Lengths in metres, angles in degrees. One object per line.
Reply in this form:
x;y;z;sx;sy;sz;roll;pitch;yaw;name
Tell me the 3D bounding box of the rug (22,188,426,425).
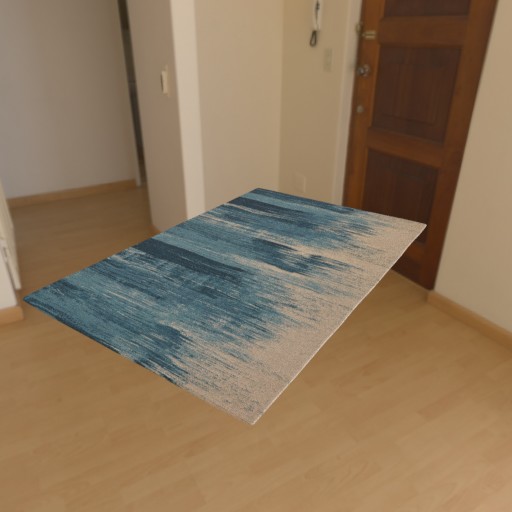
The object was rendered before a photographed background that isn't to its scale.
0.000;0.000;2.284;1.232;0.009;1.836;17;32;30;rug
